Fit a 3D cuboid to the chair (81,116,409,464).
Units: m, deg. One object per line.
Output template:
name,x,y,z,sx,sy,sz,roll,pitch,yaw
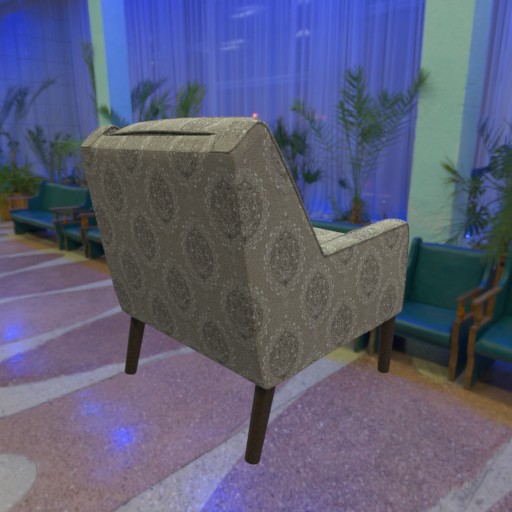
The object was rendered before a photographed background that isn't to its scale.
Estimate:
chair,0.000,0.000,1.355,0.750,0.797,0.665,-14,21,-43
